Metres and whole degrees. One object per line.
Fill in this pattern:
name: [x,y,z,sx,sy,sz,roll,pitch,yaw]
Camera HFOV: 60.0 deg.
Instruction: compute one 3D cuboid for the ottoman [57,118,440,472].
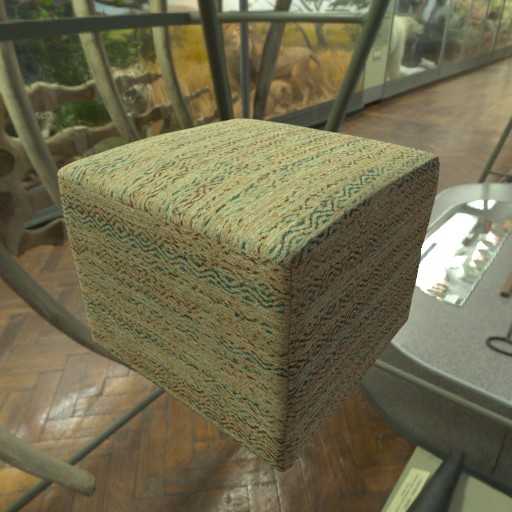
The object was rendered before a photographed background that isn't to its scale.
ottoman: [0.000,0.000,0.898,0.521,0.453,0.512,21,36,33]
